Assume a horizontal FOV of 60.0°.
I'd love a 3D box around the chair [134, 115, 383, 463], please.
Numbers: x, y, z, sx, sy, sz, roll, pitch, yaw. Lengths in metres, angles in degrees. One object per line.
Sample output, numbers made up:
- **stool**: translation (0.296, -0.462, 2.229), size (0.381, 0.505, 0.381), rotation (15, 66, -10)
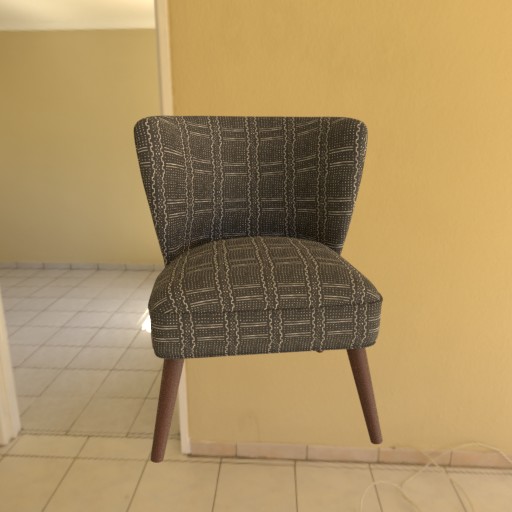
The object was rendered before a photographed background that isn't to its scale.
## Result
- **chair**: translation (0.000, 0.000, 1.393), size (0.710, 0.866, 0.758), rotation (-2, 15, -7)
